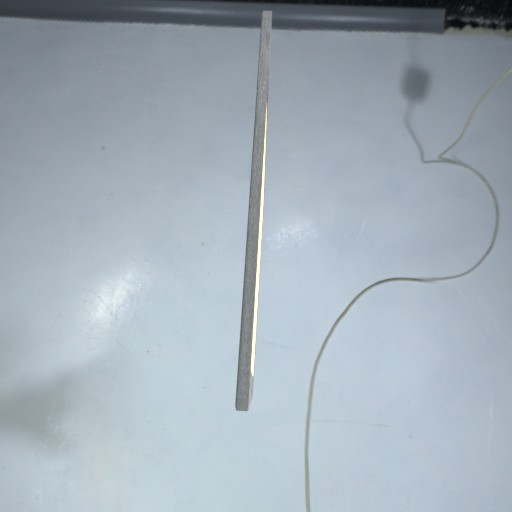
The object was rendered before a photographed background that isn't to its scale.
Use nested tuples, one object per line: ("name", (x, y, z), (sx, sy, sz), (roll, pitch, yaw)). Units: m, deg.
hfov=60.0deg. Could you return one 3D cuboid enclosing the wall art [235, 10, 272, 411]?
("wall art", (0.000, 0.000, 0.763), (0.013, 0.570, 0.476), (3, 74, 1))
